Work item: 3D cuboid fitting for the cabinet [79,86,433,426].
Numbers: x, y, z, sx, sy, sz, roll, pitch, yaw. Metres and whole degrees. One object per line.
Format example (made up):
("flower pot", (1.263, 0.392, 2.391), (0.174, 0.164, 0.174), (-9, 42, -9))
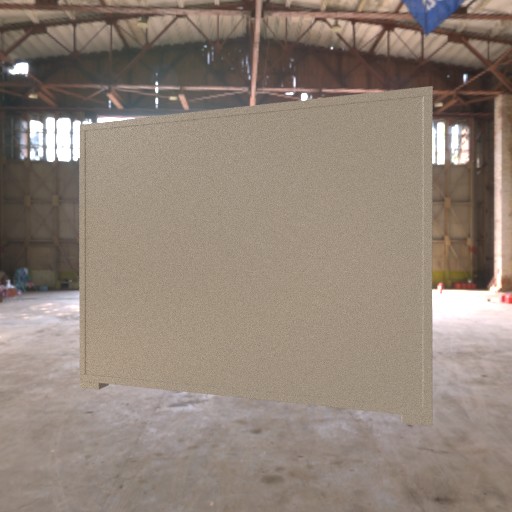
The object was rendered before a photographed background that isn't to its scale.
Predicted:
("cabinet", (0.000, 0.000, 1.385), (1.000, 0.800, 0.400), (0, 0, 18))
